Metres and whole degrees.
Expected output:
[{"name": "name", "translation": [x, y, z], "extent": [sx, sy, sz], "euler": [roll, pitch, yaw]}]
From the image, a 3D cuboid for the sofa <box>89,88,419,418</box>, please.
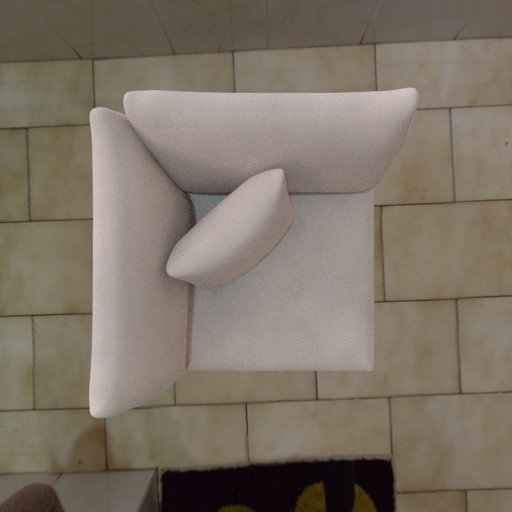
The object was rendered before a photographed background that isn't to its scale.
[{"name": "sofa", "translation": [0.000, 0.000, 1.697], "extent": [1.000, 0.820, 1.000], "euler": [0, 90, 1]}]
